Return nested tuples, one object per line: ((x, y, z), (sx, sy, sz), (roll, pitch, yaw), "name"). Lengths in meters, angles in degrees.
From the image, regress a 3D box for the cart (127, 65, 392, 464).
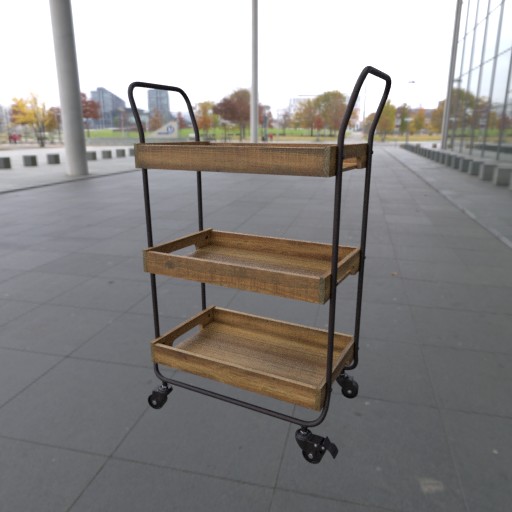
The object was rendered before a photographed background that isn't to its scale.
((0.000, 0.000, 1.146), (0.583, 0.857, 0.339), (8, 17, 27), "cart")
